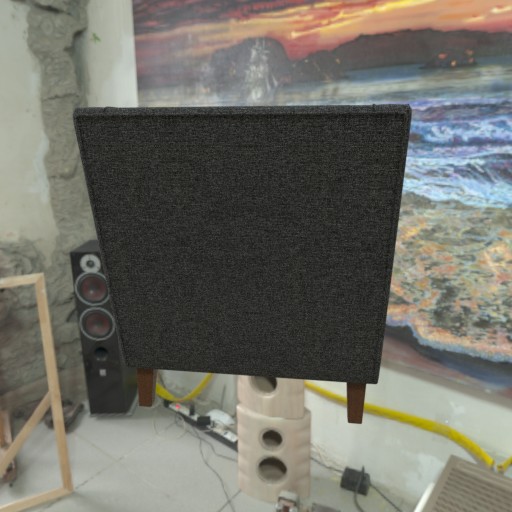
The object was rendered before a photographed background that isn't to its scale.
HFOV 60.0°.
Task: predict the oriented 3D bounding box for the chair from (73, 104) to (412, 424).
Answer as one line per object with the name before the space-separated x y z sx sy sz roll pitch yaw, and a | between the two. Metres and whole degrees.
chair | 0.000 0.000 1.759 0.942 1.082 0.927 2 15 7
